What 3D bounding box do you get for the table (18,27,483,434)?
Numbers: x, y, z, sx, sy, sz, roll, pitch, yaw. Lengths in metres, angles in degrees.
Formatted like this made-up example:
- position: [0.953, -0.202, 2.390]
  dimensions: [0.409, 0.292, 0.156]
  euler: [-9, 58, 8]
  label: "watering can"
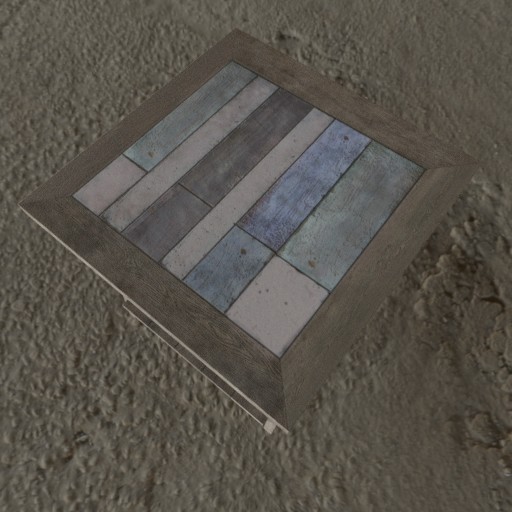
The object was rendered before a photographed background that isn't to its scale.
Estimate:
- position: [0.000, 0.000, 1.089]
  dimensions: [0.610, 0.610, 0.610]
  euler: [36, 69, 16]
  label: "table"
